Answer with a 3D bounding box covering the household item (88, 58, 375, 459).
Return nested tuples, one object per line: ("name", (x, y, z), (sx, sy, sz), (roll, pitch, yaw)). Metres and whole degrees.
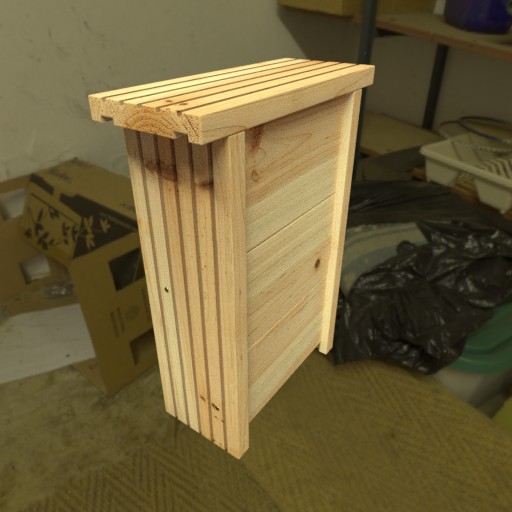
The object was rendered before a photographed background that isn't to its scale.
("household item", (0.000, 0.000, 0.539), (0.123, 0.407, 0.301), (20, 36, 30))
